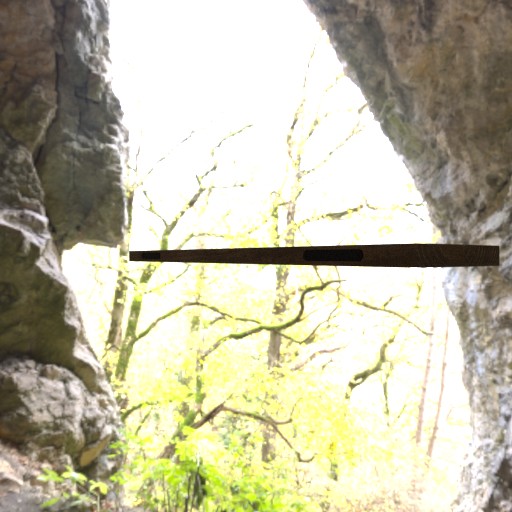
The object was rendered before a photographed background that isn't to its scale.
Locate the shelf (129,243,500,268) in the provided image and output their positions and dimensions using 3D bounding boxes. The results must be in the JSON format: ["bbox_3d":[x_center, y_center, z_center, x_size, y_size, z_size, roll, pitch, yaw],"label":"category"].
[{"bbox_3d":[0.000,0.000,0.637,0.140,0.020,0.610,0,0,-37],"label":"shelf"}]
